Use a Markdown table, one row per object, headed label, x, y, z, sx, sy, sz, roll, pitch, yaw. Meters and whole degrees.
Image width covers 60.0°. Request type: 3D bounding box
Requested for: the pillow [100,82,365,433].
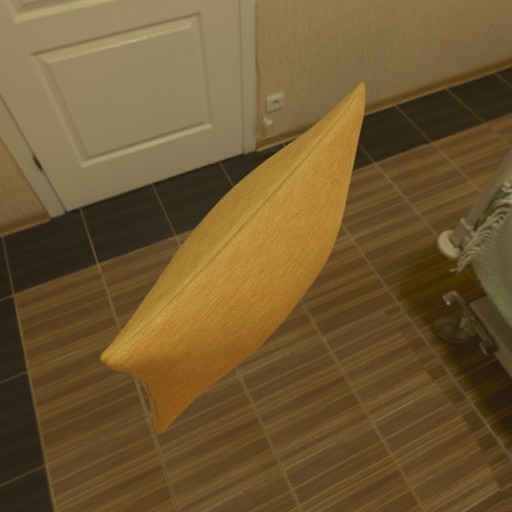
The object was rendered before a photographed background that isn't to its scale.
| label | x | y | z | sx | sy | sz | roll | pitch | yaw |
| --- | --- | --- | --- | --- | --- | --- | --- | --- | --- |
| pillow | 0.000 | 0.000 | 0.791 | 0.210 | 0.354 | 0.634 | 31 | 62 | 19 |
